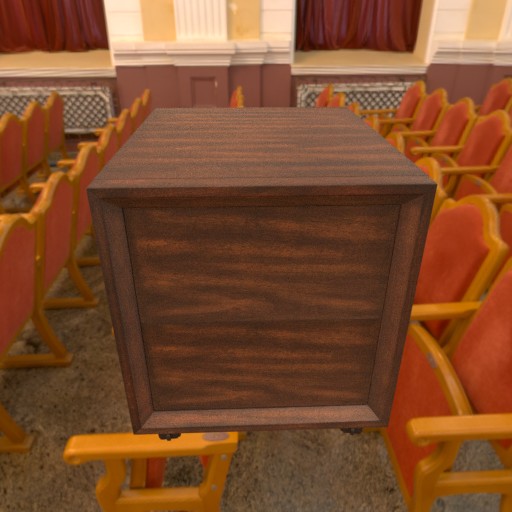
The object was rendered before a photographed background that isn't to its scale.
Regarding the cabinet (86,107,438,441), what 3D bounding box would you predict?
[{"bbox_3d":[0.000,0.000,0.833,0.402,0.455,0.500,-1,29,-2],"label":"cabinet"}]
